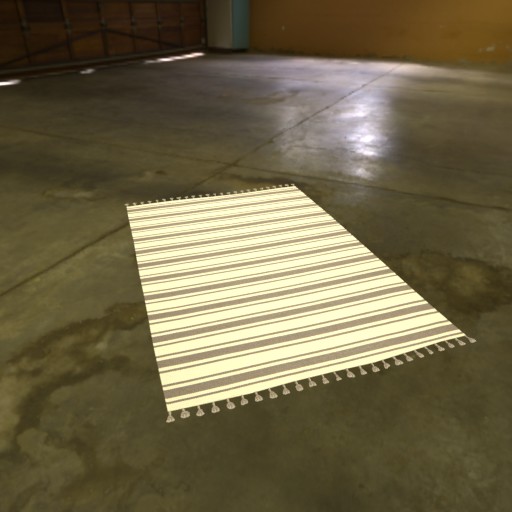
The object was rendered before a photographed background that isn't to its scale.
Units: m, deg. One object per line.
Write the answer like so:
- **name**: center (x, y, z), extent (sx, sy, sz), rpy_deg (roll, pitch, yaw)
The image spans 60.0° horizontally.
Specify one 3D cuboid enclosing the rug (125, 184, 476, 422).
- **rug**: center (0.000, 0.000, 3.008), extent (1.563, 0.014, 2.425), rpy_deg (-9, 31, -16)
